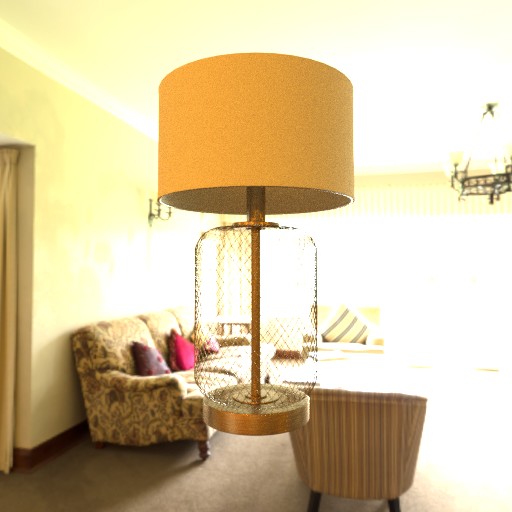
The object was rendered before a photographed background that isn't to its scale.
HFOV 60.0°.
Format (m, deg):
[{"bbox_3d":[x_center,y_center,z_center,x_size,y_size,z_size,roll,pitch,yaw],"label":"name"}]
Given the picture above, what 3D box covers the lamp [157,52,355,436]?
[{"bbox_3d":[0.000,0.000,0.807,0.353,0.578,0.353,0,-1,0],"label":"lamp"}]
